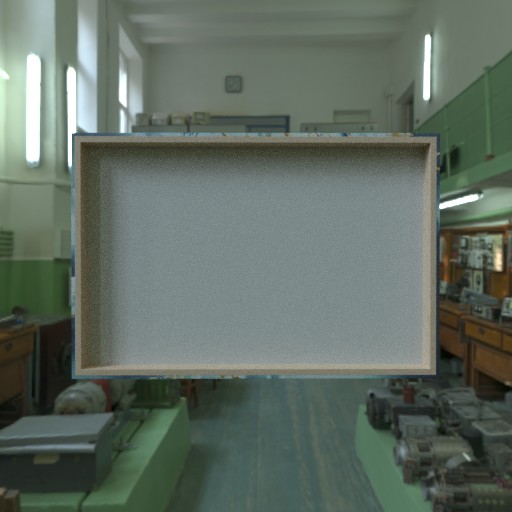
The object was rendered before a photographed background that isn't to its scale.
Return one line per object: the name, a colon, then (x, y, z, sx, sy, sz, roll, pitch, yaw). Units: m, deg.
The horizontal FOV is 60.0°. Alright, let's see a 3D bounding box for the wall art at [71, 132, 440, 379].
wall art: (0.000, 0.000, 0.749, 0.607, 0.405, 0.036, 0, 0, 0)
